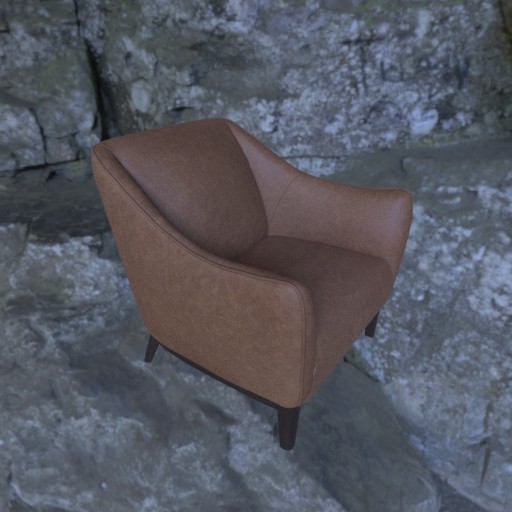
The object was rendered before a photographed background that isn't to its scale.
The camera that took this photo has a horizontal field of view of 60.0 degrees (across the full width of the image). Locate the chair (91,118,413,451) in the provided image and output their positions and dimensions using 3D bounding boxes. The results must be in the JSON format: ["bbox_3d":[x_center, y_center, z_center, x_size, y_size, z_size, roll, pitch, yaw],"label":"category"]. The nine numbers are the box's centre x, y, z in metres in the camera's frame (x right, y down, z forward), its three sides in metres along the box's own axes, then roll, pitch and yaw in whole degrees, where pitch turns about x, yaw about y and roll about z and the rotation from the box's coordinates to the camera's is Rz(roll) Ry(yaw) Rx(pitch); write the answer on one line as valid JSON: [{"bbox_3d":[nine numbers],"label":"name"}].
[{"bbox_3d":[0.000,0.000,1.592,0.852,0.830,0.871,17,31,30],"label":"chair"}]
